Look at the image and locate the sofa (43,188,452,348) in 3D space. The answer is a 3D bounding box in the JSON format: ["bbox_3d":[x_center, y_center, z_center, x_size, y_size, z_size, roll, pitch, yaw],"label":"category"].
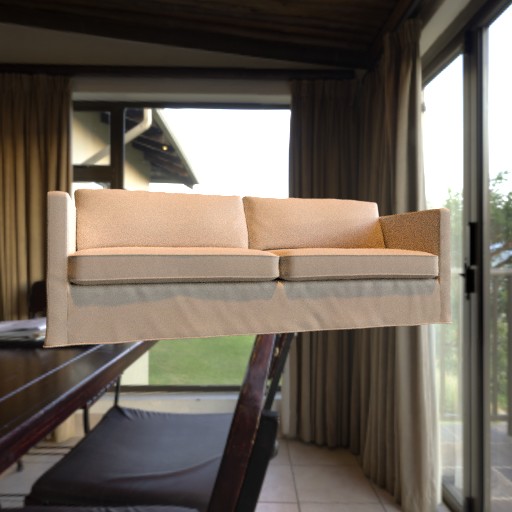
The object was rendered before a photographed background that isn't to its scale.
[{"bbox_3d":[0.000,0.000,3.301,2.779,0.999,1.036,0,0,-19],"label":"sofa"}]
